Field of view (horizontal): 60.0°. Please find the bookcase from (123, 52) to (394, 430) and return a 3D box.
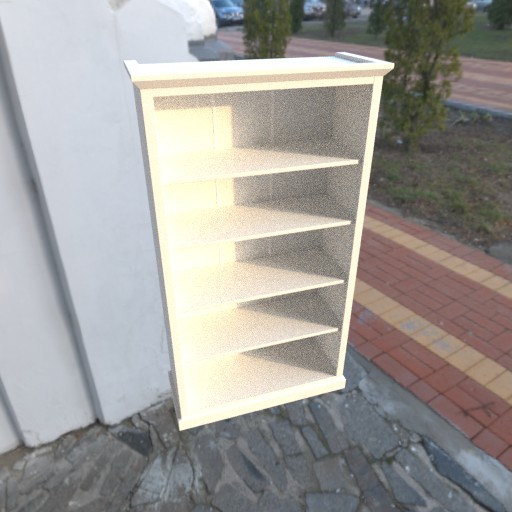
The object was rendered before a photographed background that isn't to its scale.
[{"bbox_3d":[0.000,0.000,2.327,1.050,1.880,0.432,-9,32,-15],"label":"bookcase"}]
